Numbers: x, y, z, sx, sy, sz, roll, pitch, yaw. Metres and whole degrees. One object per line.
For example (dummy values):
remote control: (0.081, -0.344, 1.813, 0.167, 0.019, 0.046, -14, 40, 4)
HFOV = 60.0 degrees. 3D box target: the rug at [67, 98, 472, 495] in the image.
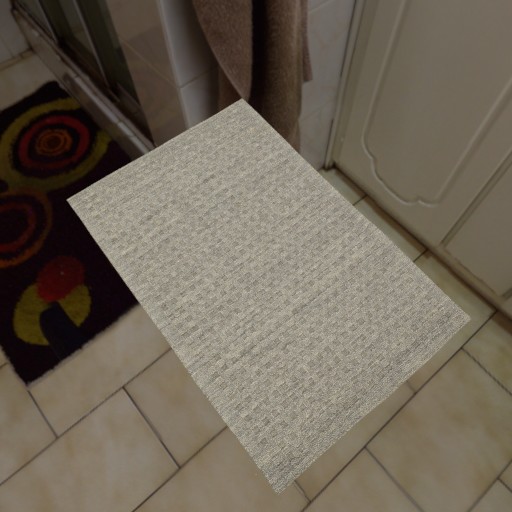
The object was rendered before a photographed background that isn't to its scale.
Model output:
rug: (0.000, 0.000, 2.872, 1.532, 0.018, 2.297, -35, 69, -16)
